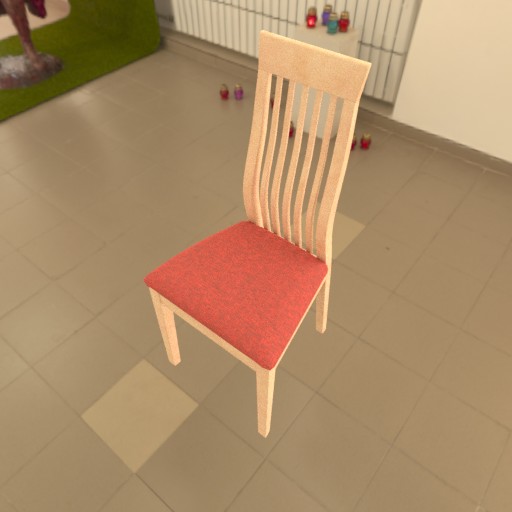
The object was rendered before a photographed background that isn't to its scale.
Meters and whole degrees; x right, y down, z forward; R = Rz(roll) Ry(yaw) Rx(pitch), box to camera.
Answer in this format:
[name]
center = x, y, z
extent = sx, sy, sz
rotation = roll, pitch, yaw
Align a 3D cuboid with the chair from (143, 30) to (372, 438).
[chair]
center = 0.000, 0.000, 1.249
extent = 0.460, 1.027, 0.474
rotation = 30, 54, 25
